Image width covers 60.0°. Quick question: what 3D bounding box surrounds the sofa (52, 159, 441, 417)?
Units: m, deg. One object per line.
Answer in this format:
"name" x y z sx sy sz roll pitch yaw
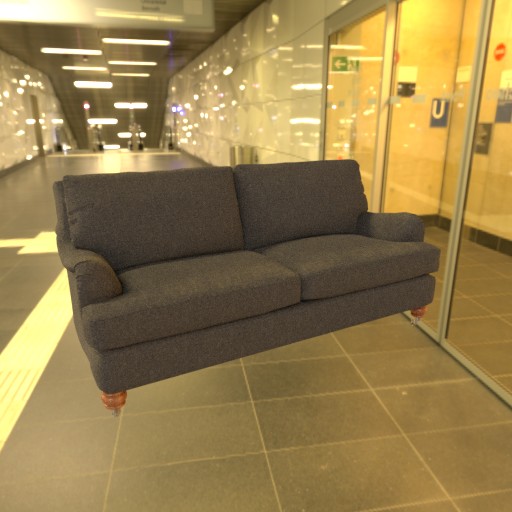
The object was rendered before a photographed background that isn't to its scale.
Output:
"sofa" 0.000 0.000 2.714 2.160 1.054 1.087 -9 20 -28
